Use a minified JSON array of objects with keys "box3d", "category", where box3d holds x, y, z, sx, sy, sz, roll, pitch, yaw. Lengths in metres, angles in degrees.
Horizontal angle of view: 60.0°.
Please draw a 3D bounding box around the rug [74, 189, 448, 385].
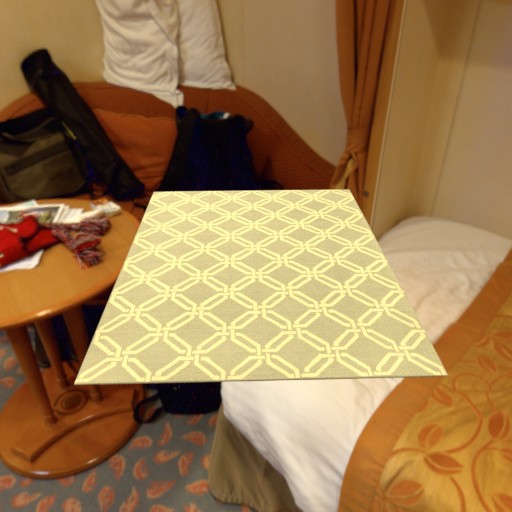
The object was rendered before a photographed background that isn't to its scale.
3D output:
[{"box3d":[0.000,0.000,3.933,2.288,0.018,2.895,-1,32,-1],"category":"rug"}]
